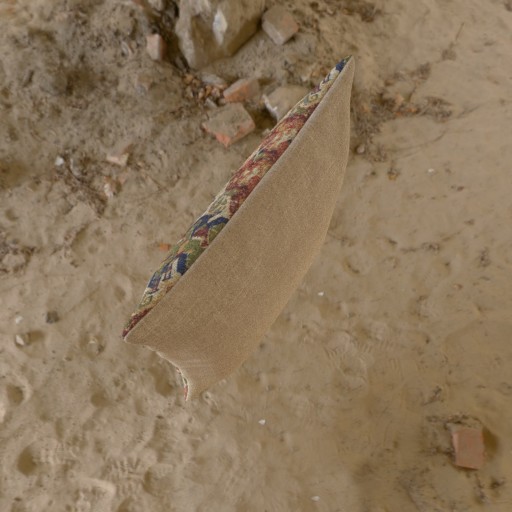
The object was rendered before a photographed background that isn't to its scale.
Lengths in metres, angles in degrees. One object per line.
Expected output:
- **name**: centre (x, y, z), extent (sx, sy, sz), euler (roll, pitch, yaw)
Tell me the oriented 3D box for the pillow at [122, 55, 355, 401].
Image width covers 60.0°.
- **pillow**: centre (0.000, 0.000, 0.789), extent (0.166, 0.506, 0.523), euler (31, 68, 14)
